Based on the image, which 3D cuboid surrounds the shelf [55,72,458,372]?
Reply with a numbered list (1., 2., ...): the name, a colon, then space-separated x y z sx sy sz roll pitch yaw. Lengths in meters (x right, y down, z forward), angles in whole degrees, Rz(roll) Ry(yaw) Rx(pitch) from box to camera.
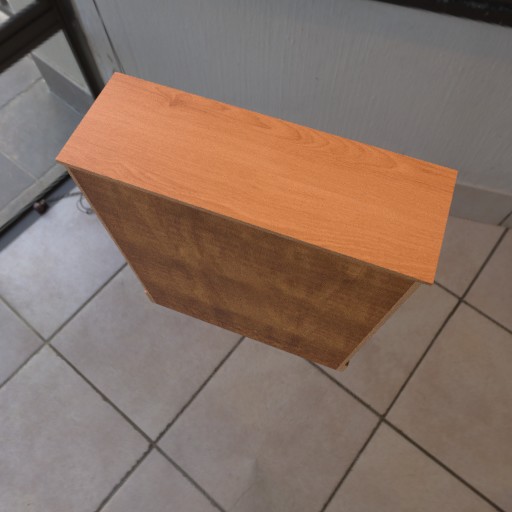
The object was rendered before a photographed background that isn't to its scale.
1. shelf: 0.000 0.000 1.421 0.840 0.980 0.291 19 67 8
